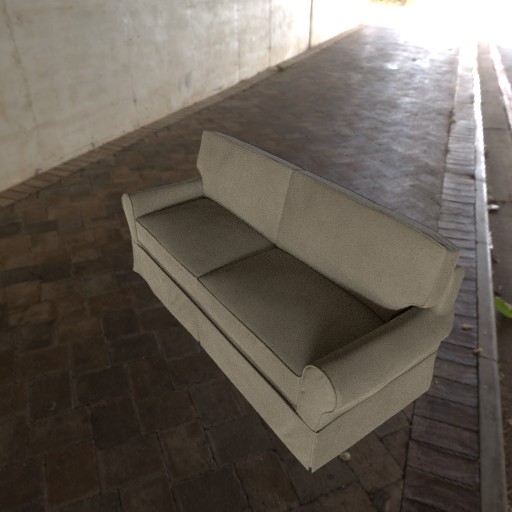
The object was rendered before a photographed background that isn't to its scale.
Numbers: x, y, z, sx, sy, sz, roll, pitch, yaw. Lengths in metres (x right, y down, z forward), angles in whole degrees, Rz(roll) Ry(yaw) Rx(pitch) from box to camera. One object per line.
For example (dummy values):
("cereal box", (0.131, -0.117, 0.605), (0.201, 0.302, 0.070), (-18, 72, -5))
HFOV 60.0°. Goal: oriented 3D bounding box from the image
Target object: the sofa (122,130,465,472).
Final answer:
("sofa", (0.000, 0.000, 2.714), (0.900, 1.014, 2.246), (-21, 38, -29))
